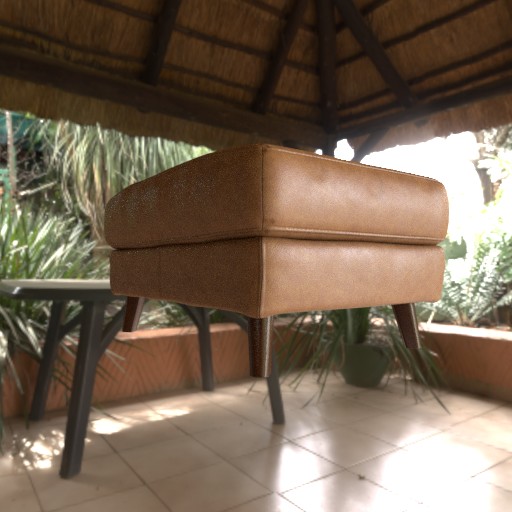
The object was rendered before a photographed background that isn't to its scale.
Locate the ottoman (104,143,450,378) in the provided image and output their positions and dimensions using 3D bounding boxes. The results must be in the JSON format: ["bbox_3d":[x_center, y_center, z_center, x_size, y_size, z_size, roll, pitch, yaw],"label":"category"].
[{"bbox_3d":[0.000,0.000,1.246,0.630,0.461,0.869,1,-2,-36],"label":"ottoman"}]
